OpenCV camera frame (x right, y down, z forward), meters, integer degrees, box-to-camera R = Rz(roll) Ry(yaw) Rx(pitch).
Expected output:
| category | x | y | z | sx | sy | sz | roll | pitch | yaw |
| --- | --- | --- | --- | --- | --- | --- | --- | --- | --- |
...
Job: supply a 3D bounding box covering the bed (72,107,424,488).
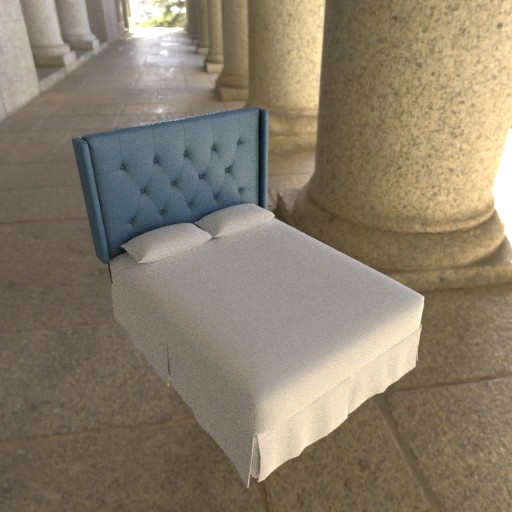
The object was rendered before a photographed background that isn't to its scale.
| category | x | y | z | sx | sy | sz | roll | pitch | yaw |
| --- | --- | --- | --- | --- | --- | --- | --- | --- | --- |
| bed | 0.000 | 0.000 | 3.330 | 1.719 | 1.665 | 2.078 | -22 | 37 | -33 |
